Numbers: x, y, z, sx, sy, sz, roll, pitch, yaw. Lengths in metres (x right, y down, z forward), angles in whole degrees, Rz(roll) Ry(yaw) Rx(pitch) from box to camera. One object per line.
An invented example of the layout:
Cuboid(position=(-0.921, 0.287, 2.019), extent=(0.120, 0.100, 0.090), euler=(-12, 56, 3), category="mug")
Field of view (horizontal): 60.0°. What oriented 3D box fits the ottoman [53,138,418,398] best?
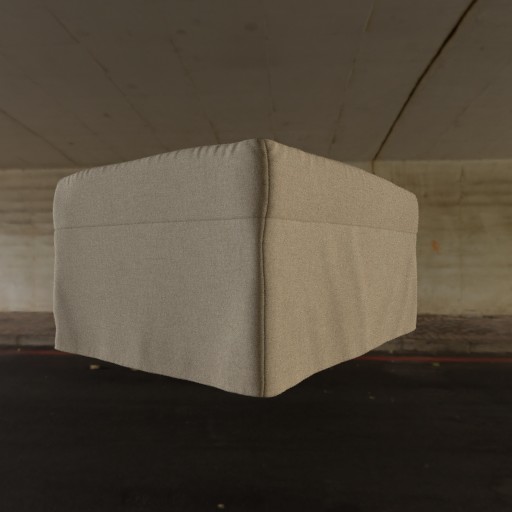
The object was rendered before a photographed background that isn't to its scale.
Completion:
Cuboid(position=(0.000, 0.000, 1.221), extent=(0.650, 0.485, 0.833), euler=(0, 1, 36), category="ottoman")
